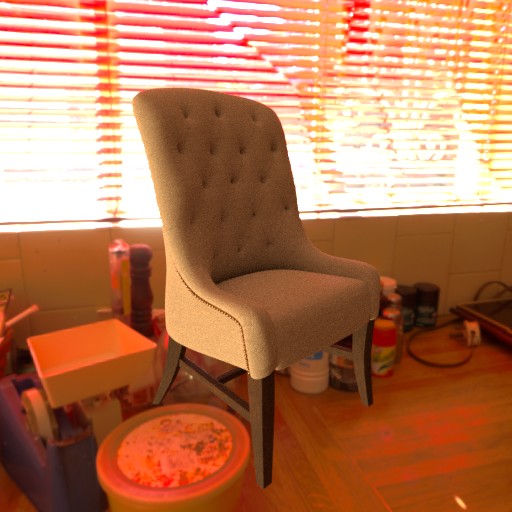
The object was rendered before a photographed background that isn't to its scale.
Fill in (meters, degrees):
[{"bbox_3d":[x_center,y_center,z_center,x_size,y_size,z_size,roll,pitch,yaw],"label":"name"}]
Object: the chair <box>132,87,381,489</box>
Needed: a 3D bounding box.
[{"bbox_3d":[0.000,0.000,1.477,0.629,1.091,0.634,13,19,43],"label":"chair"}]
